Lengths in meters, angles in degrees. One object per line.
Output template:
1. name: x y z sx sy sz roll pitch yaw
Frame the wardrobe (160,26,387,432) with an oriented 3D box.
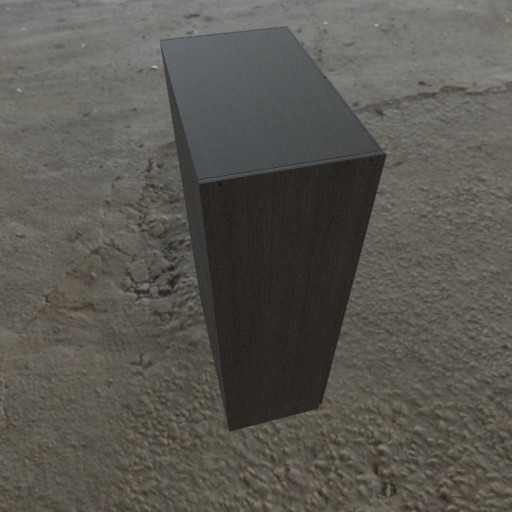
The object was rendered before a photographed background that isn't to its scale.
1. wardrobe: 0.000 0.000 2.251 0.577 1.808 0.991 -11 49 -10
